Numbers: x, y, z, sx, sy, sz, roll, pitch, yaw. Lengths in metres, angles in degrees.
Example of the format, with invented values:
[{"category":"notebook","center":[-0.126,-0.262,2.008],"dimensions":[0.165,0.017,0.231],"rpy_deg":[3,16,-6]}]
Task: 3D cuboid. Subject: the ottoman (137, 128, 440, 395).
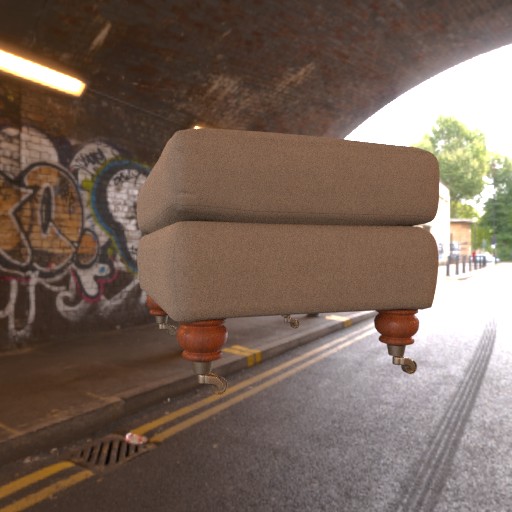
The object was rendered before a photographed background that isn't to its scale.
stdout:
[{"category":"ottoman","center":[0.000,0.000,1.168],"dimensions":[0.569,0.504,0.773],"rpy_deg":[0,0,-19]}]
